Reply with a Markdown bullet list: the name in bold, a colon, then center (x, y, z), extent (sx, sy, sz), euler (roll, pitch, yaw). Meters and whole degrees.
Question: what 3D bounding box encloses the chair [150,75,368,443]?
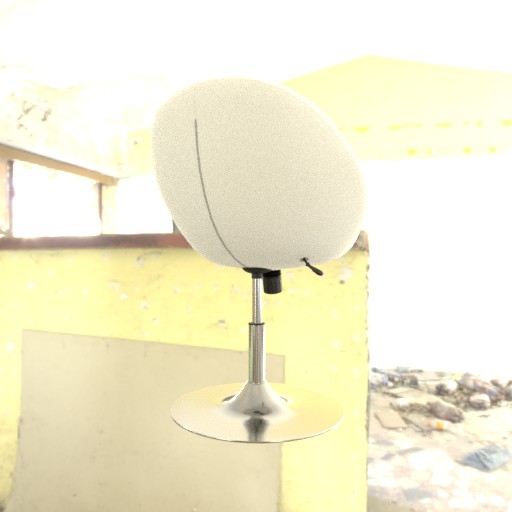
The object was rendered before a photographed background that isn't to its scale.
- **chair**: center (0.000, 0.000, 1.844), extent (0.940, 1.261, 0.736), euler (0, 0, 36)
